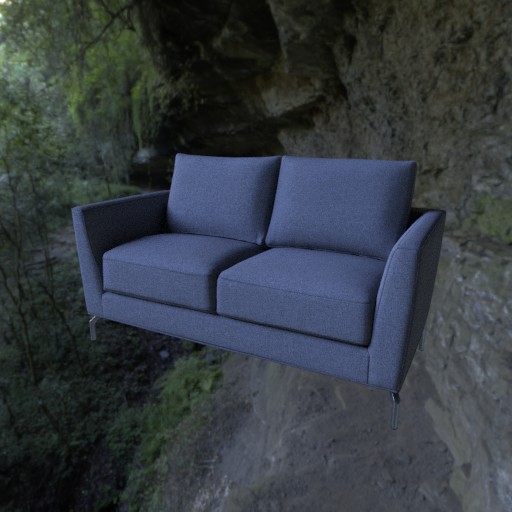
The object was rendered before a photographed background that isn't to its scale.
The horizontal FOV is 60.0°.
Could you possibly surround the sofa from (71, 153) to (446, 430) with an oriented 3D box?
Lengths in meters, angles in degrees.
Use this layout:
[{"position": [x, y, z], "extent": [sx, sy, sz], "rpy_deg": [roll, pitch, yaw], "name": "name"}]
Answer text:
[{"position": [0.000, 0.000, 2.142], "extent": [1.594, 0.924, 0.803], "rpy_deg": [8, 18, 27], "name": "sofa"}]
